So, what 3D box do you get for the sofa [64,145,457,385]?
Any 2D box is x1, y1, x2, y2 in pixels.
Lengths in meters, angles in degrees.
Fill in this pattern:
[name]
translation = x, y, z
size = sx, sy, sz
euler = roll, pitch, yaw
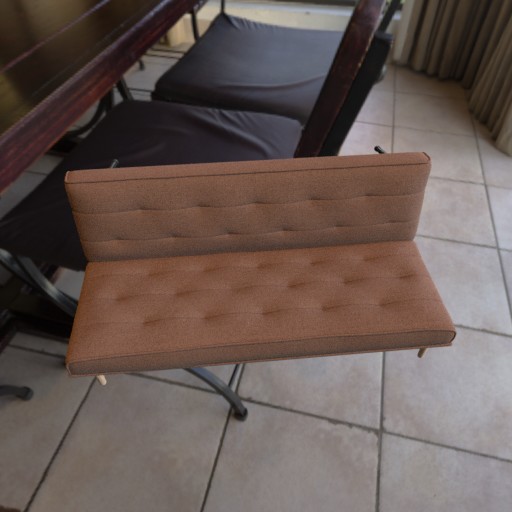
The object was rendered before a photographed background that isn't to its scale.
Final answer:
[sofa]
translation = 0.000, 0.000, 2.293
size = 1.820, 0.810, 1.038
euler = -4, 47, -4
